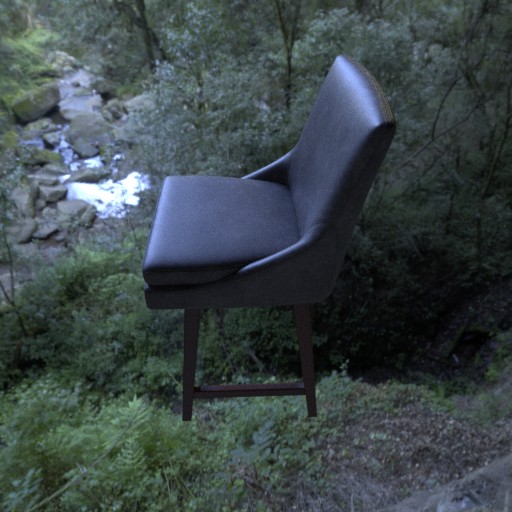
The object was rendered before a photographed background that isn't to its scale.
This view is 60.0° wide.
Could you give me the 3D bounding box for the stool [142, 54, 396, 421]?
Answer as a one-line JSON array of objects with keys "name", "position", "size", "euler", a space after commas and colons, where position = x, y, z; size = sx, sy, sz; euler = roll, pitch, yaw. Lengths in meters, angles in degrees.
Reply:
[{"name": "stool", "position": [0.000, 0.000, 1.354], "size": [0.587, 1.046, 0.492], "euler": [-1, 40, -2]}]
